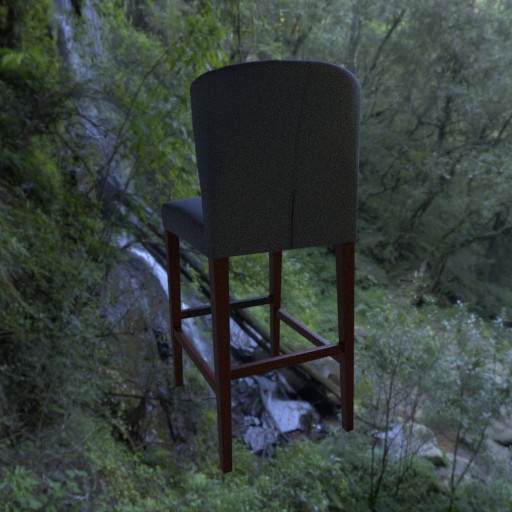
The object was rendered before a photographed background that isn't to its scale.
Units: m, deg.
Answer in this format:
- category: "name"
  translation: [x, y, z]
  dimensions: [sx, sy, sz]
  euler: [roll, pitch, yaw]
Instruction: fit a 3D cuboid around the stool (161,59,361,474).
- category: "stool"
  translation: [0.000, 0.000, 1.395]
  dimensions: [0.481, 1.069, 0.568]
  euler: [-7, 17, -25]
